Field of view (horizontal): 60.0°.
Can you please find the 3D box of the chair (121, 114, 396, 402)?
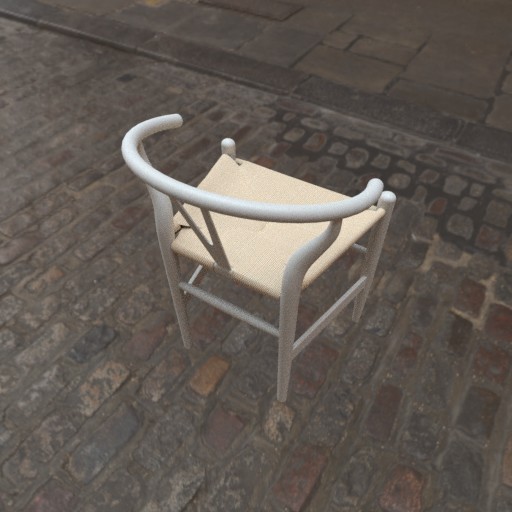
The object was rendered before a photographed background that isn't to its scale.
[{"bbox_3d":[0.000,0.000,1.119,0.533,0.736,0.500,24,50,22],"label":"chair"}]
